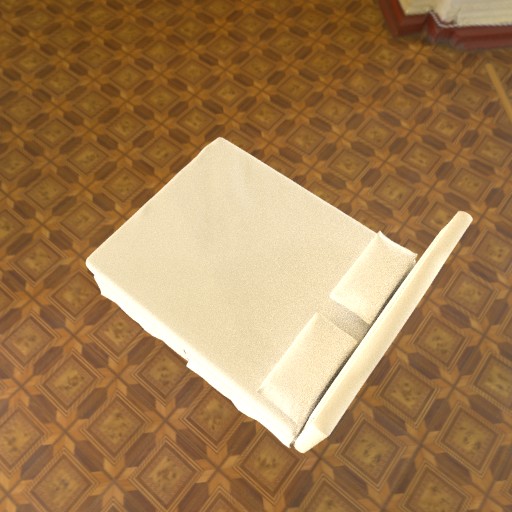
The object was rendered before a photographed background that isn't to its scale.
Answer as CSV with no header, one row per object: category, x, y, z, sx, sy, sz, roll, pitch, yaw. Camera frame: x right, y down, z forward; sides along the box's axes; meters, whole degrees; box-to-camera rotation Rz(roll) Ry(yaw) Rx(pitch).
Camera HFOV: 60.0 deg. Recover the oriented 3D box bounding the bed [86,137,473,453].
bed,0.000,0.000,3.462,2.282,1.436,1.821,35,68,16
